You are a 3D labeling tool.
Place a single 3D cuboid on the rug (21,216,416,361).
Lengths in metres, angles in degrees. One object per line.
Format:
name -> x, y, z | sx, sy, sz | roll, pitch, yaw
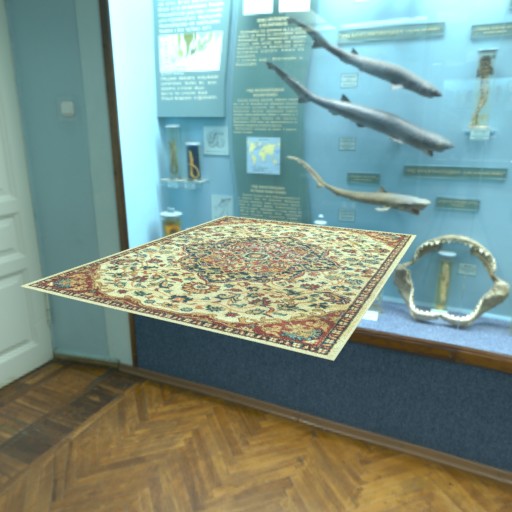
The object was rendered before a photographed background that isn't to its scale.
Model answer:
rug -> 0.000, 0.000, 4.135 | 2.454, 0.005, 3.067 | 8, 18, 26
